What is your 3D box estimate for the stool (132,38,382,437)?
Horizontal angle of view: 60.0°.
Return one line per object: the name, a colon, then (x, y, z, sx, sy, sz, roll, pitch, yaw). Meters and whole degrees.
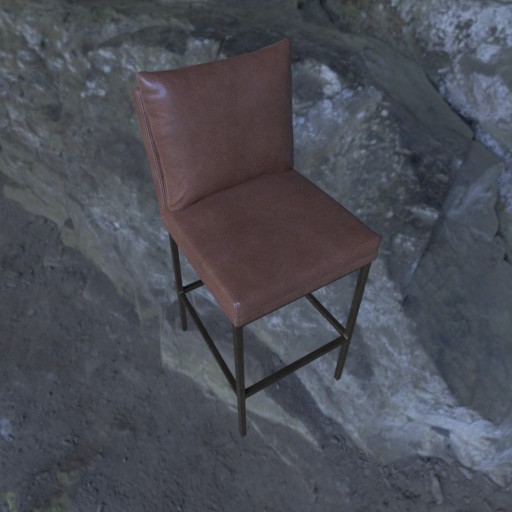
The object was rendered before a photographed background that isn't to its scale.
stool: (0.000, 0.000, 1.408, 0.463, 1.124, 0.571, -23, 50, -21)
